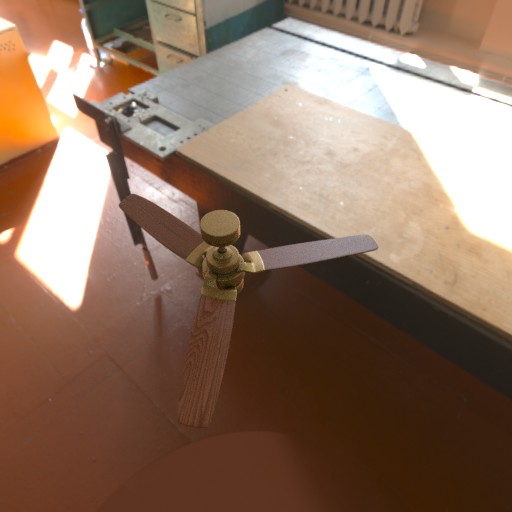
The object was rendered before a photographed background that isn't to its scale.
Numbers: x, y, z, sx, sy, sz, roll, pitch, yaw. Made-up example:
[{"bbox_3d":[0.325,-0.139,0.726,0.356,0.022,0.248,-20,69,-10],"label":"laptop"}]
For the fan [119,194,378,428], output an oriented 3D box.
[{"bbox_3d":[0.000,0.000,2.084,1.271,0.425,1.416,-10,48,-9],"label":"fan"}]
